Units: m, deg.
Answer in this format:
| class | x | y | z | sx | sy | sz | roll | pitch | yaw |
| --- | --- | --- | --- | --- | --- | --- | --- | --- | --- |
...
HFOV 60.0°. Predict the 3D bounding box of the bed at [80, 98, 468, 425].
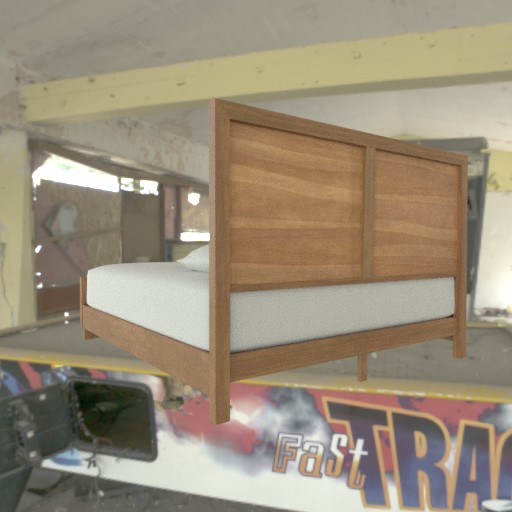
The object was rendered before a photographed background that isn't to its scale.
| class | x | y | z | sx | sy | sz | roll | pitch | yaw |
| --- | --- | --- | --- | --- | --- | --- | --- | --- | --- |
| bed | 0.000 | 0.000 | 3.349 | 2.003 | 1.387 | 2.184 | -1 | 1 | -36 |
